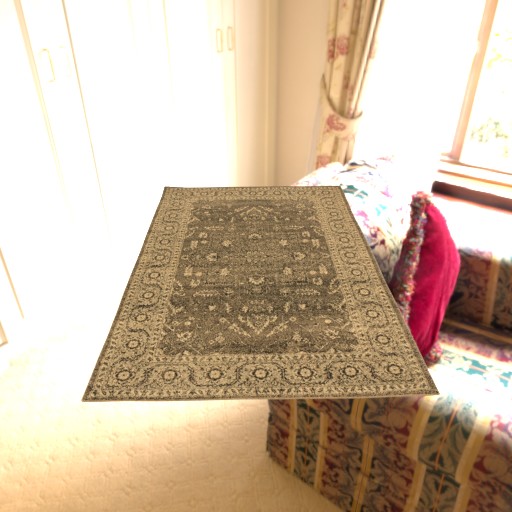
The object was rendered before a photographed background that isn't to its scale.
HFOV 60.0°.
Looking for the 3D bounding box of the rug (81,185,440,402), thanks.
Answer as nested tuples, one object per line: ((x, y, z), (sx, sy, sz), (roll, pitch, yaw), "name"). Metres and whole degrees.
((0.000, 0.000, 2.258), (1.209, 0.019, 1.828), (-1, 32, -1), "rug")
